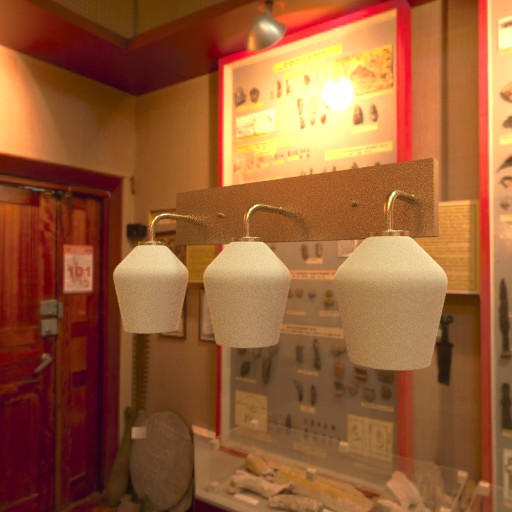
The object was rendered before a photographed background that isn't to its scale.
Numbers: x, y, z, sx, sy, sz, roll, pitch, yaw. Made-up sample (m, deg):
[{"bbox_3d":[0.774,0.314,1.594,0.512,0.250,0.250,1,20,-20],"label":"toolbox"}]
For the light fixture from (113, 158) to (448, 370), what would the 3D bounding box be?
[{"bbox_3d":[0.000,0.000,0.738,0.609,0.280,0.190,-1,-1,37],"label":"light fixture"}]
